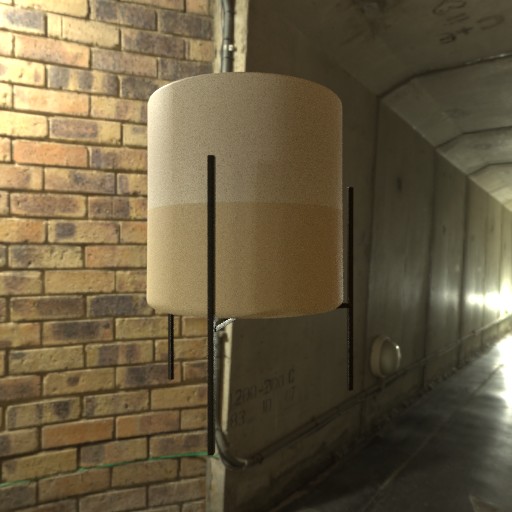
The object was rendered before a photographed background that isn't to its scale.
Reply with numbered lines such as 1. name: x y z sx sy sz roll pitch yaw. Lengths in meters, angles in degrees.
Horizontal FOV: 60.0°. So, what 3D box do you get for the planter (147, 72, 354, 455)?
1. planter: 0.000 0.000 0.535 0.263 0.362 0.267 0 0 -1
